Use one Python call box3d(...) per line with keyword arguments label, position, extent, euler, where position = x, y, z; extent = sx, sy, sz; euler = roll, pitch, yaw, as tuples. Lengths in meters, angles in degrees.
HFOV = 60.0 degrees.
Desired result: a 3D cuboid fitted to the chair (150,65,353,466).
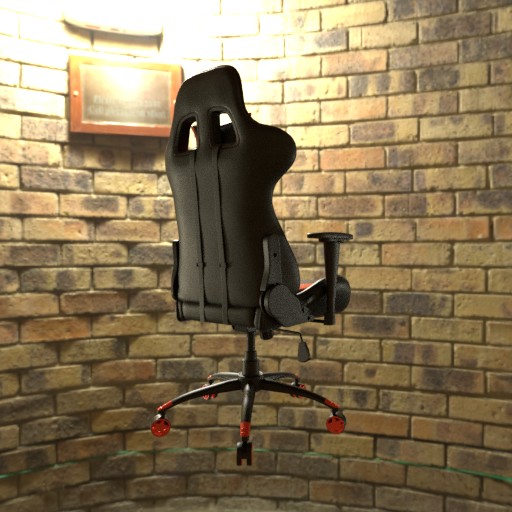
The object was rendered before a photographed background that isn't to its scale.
box3d(label="chair", position=(0.000, 0.000, 1.737), extent=(0.695, 1.282, 0.730), euler=(0, 1, 36))
